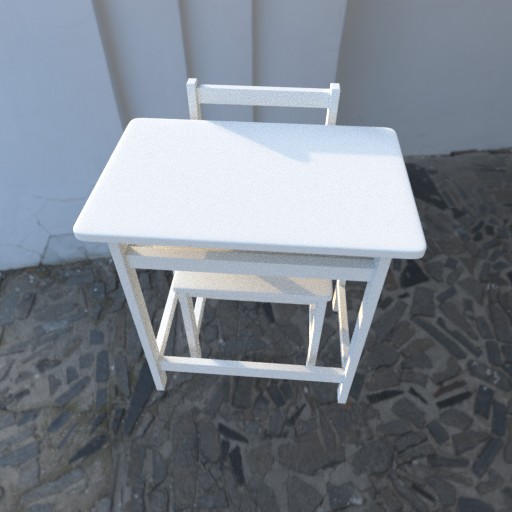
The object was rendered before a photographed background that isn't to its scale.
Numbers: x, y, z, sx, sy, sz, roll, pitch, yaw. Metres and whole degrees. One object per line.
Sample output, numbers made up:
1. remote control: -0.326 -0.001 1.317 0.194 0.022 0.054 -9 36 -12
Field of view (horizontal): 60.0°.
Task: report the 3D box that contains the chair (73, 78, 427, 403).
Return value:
1. chair: 0.000 0.000 1.088 0.599 0.673 0.461 3 46 3
